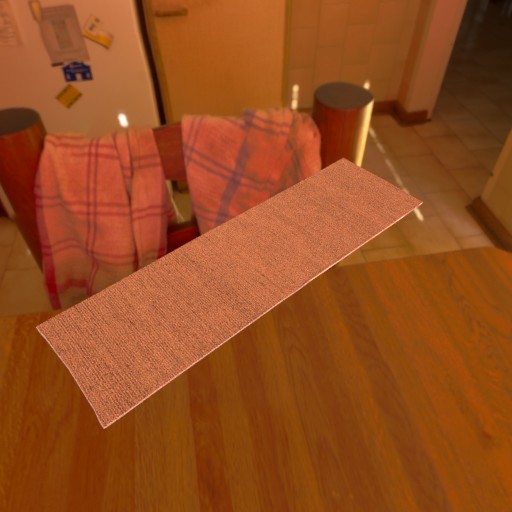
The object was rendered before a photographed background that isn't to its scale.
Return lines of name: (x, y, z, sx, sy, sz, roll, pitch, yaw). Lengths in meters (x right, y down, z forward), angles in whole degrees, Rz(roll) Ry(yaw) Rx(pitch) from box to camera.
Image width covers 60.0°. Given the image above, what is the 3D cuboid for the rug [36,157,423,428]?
rug: (0.000, 0.000, 2.569, 2.320, 0.032, 0.692, -32, 54, -27)
